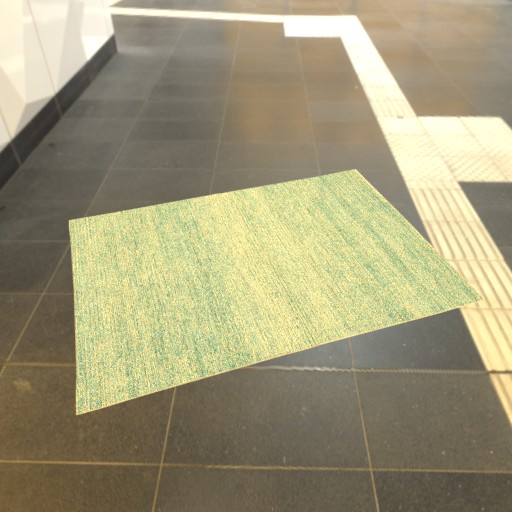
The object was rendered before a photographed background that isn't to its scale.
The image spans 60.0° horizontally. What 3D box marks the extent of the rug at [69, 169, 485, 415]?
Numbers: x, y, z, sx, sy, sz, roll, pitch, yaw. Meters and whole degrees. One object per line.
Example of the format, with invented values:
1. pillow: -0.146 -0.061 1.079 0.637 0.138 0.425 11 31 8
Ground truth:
1. rug: 0.000 0.000 2.883 2.305 0.029 1.593 -12 42 -14
